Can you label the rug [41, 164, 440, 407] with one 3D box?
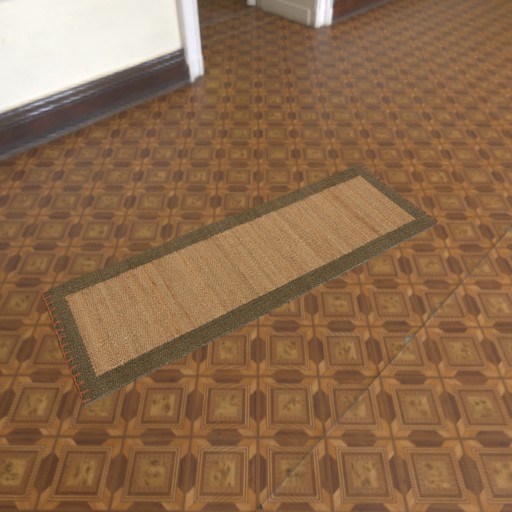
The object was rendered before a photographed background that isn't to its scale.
[{"bbox_3d":[0.000,0.000,2.743,2.413,0.016,0.810,-24,51,-21],"label":"rug"}]
